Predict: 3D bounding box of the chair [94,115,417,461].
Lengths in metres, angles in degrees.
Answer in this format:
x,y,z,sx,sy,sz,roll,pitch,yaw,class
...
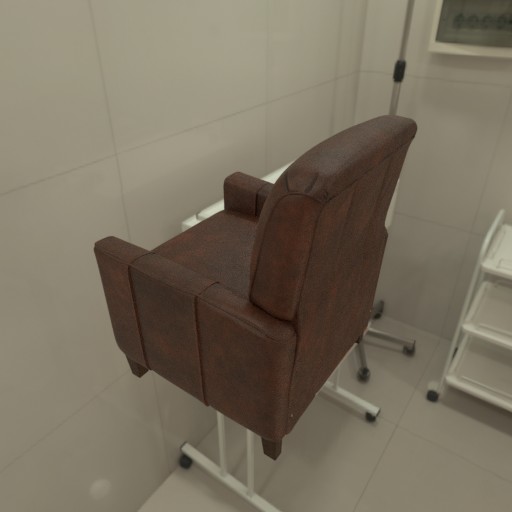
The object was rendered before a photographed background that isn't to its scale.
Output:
x,y,z,sx,sy,sz,roll,pitch,yaw,class
0.000,0.000,1.657,0.836,1.043,0.843,20,37,29,chair
